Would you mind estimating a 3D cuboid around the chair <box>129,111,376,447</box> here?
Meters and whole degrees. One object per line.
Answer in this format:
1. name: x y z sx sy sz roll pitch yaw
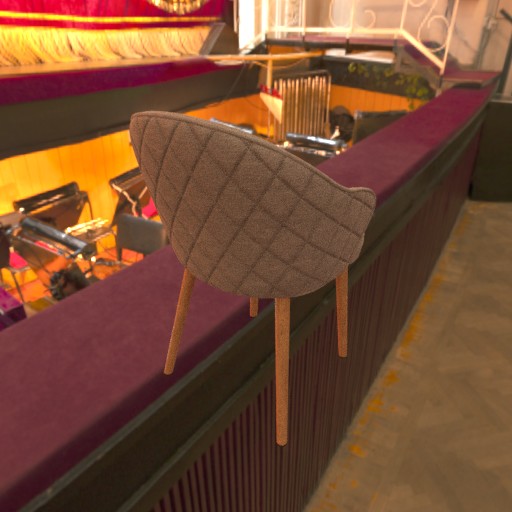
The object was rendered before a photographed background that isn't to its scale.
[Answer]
1. chair: 0.000 0.000 1.168 0.540 0.800 0.530 20 34 32
